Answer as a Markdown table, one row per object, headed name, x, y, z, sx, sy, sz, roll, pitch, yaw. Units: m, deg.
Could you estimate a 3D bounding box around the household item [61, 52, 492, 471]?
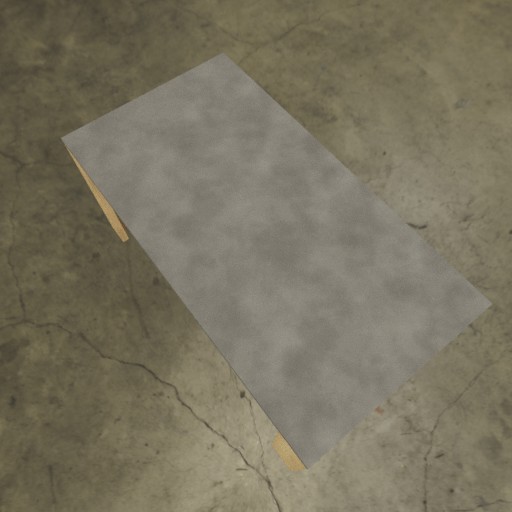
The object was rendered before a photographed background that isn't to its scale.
| name | x | y | z | sx | sy | sz | roll | pitch | yaw |
| --- | --- | --- | --- | --- | --- | --- | --- | --- | --- |
| household item | 0.000 | 0.000 | 2.051 | 0.850 | 0.755 | 1.600 | -35 | 69 | -16 |
